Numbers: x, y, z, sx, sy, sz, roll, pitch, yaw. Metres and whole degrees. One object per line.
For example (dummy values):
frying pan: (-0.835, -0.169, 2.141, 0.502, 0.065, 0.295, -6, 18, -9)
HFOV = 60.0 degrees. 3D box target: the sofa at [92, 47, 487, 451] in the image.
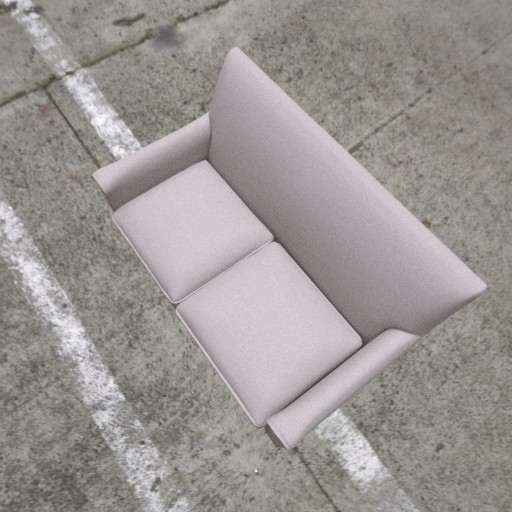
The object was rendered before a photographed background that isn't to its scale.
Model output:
sofa: (0.000, 0.000, 2.045, 0.888, 0.890, 1.482, -34, 69, -15)
